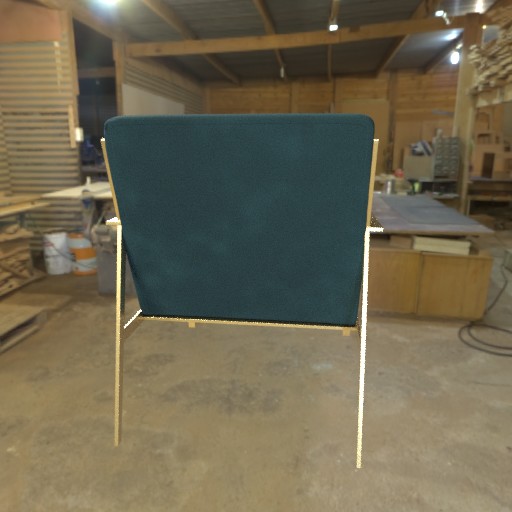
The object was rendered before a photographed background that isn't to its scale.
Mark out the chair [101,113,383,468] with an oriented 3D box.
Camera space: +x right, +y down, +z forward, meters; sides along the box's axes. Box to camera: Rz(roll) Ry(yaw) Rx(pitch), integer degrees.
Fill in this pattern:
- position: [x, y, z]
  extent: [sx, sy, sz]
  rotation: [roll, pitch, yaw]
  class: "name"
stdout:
- position: [0.000, 0.000, 1.427]
  extent: [0.692, 0.831, 0.859]
  rotation: [2, 14, 7]
  class: "chair"
